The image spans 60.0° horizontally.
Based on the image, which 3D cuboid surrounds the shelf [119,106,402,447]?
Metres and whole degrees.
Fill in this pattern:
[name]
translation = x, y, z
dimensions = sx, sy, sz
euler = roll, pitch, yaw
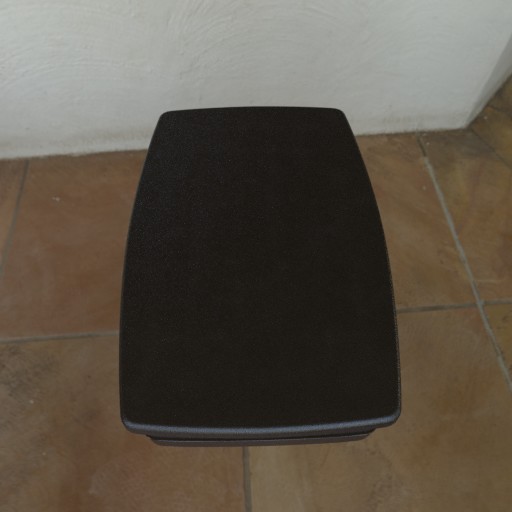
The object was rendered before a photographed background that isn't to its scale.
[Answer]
[shelf]
translation = 0.000, 0.000, 0.517
dimensions = 0.280, 0.100, 0.410
euler = -1, 58, -1
